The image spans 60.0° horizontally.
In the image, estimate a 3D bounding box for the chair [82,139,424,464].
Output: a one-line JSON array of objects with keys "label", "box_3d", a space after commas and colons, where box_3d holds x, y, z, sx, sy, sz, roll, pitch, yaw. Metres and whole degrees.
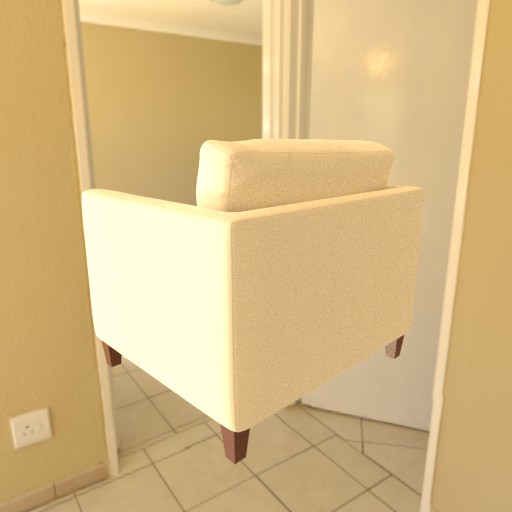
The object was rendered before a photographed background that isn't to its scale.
[{"label": "chair", "box_3d": [0.000, 0.000, 1.723, 1.019, 0.885, 0.878, -14, 21, -42]}]
